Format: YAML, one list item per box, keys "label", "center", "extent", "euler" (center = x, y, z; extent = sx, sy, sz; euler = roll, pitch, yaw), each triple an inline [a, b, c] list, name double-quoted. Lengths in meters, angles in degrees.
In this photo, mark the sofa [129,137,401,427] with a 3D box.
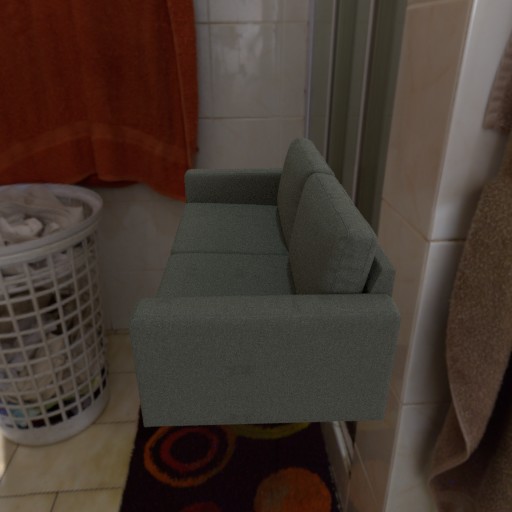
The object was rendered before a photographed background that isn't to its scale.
- label: "sofa"
  center: [0.000, 0.000, 2.266]
  extent: [0.889, 0.897, 1.730]
  euler: [-1, 26, -2]
